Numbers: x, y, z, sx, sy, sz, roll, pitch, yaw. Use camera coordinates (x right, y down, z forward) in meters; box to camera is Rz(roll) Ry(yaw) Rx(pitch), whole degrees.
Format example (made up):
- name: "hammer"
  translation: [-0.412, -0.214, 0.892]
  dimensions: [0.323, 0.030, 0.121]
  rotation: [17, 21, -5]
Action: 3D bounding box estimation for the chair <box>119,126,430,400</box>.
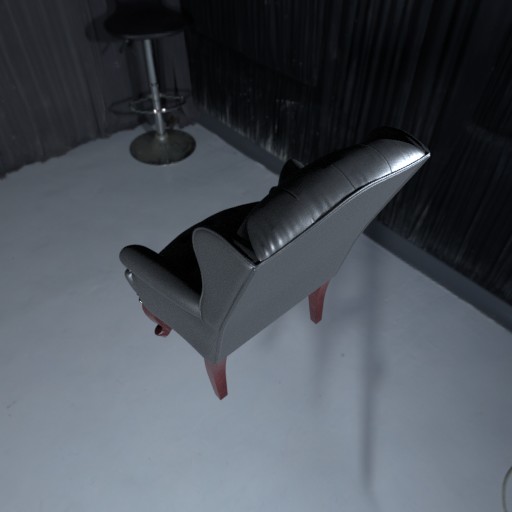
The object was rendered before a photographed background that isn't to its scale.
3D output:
- name: "chair"
  translation: [0.000, 0.000, 1.637]
  dimensions: [0.838, 1.111, 0.762]
  rotation: [-33, 54, -27]
